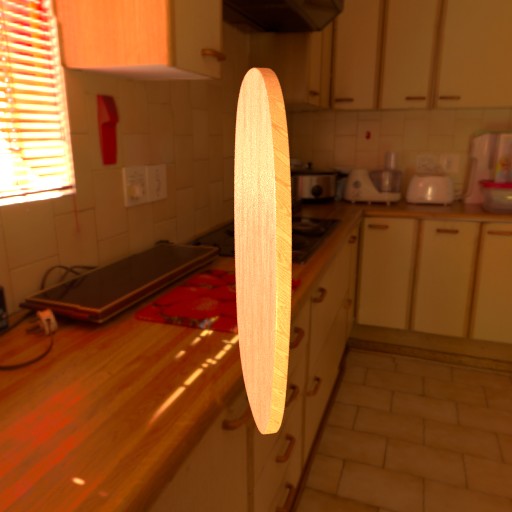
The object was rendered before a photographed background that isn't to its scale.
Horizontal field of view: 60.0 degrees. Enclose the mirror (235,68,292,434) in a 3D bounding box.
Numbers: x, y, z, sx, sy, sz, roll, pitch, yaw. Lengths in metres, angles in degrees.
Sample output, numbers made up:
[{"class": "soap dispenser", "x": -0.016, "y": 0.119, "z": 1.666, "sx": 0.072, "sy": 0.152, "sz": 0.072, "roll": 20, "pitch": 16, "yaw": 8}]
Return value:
[{"class": "mirror", "x": 0.000, "y": 0.000, "z": 1.377, "sx": 0.037, "sy": 1.075, "sz": 0.724, "roll": -3, "pitch": 16, "yaw": -10}]
